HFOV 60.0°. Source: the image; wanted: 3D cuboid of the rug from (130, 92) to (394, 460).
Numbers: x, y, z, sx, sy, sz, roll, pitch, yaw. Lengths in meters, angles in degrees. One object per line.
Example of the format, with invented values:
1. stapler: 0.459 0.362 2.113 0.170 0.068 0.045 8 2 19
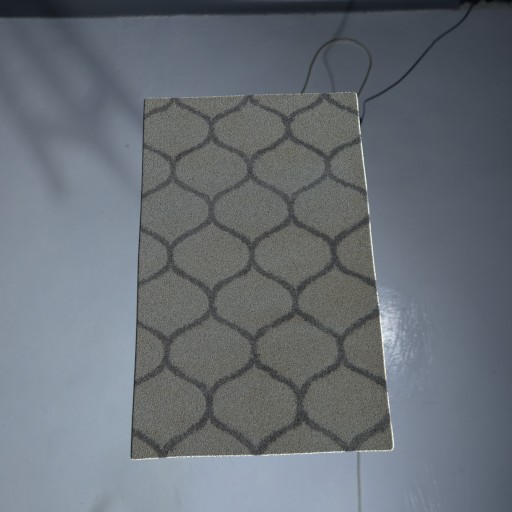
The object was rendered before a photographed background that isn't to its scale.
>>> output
1. rug: 0.000 0.000 2.824 1.501 0.024 2.348 -2 75 0
